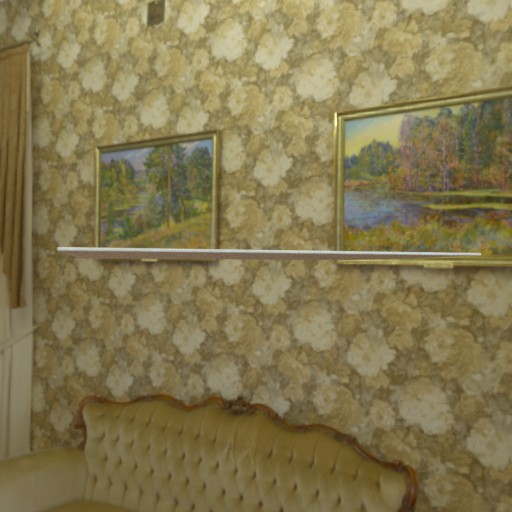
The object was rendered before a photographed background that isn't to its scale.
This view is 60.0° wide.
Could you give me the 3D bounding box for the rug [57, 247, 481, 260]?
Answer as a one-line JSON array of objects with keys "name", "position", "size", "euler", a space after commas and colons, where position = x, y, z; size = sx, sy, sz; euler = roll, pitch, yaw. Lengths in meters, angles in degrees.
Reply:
[{"name": "rug", "position": [0.000, 0.000, 2.374], "size": [1.848, 0.014, 1.238], "euler": [1, -2, -19]}]
